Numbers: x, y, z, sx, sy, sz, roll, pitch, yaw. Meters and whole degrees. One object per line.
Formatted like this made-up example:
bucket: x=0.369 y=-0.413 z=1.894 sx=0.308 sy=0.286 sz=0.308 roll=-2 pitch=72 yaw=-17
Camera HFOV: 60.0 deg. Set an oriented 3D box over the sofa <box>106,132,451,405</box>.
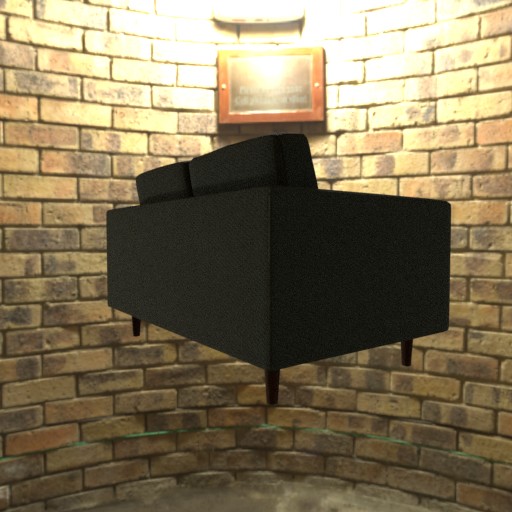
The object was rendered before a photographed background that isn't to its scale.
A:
sofa: x=0.000 y=0.000 z=2.192 sx=0.999 sy=0.930 sz=1.518 roll=-2 pitch=3 yaw=-36
